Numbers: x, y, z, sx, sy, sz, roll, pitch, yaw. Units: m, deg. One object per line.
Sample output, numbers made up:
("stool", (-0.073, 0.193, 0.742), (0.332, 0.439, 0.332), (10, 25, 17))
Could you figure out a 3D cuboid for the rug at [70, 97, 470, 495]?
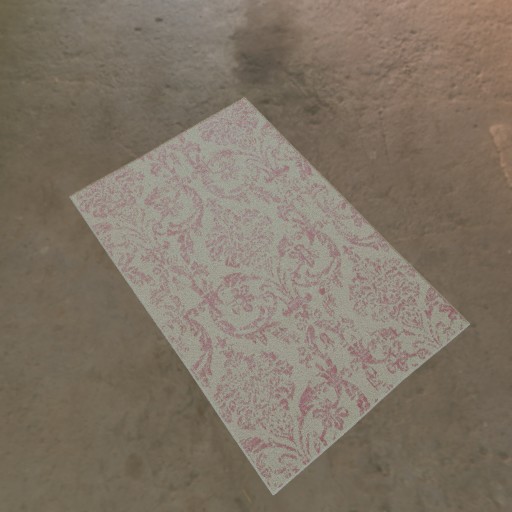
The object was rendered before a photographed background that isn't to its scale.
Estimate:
("rug", (0.000, 0.000, 2.309), (1.219, 0.012, 1.839), (-34, 69, -15))
